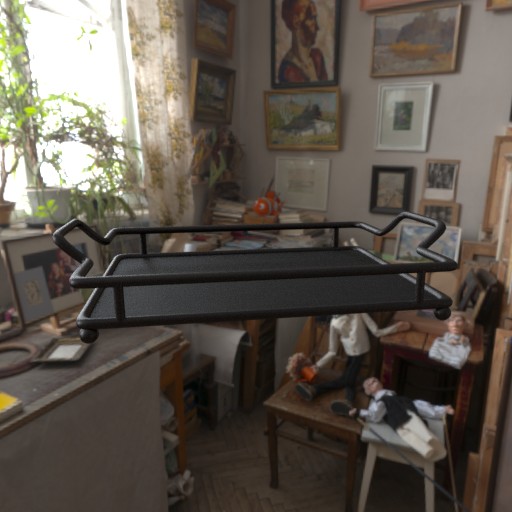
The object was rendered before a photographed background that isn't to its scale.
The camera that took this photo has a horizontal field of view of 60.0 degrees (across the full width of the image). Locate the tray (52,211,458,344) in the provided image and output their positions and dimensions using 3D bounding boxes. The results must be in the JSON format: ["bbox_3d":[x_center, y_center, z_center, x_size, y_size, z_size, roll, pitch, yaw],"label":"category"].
[{"bbox_3d":[0.000,0.000,0.609,0.495,0.101,0.297,-2,14,-9],"label":"tray"}]
